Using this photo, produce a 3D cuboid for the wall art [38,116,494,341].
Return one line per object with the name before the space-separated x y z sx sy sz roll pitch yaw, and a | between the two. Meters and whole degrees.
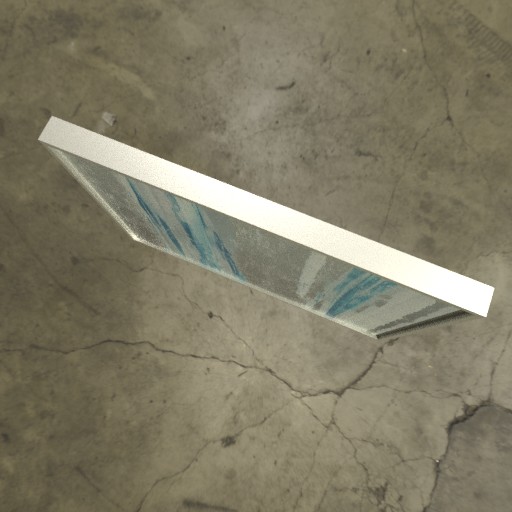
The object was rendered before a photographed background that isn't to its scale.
wall art | 0.000 0.000 1.361 1.056 0.801 0.066 22 77 6
